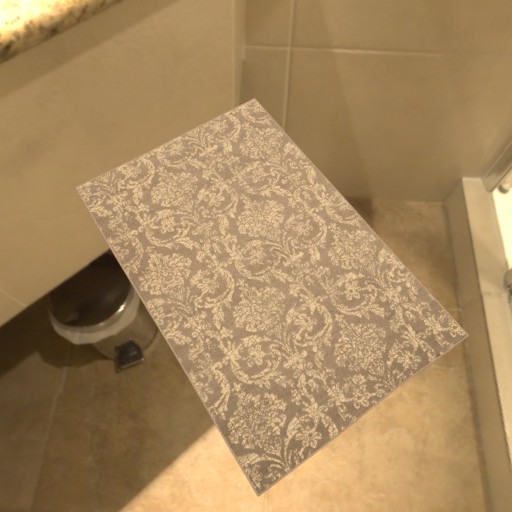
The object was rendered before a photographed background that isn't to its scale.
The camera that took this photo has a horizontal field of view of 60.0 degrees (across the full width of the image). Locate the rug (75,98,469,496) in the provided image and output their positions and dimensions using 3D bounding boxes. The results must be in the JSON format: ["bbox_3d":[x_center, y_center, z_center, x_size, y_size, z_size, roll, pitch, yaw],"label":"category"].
[{"bbox_3d":[0.000,0.000,3.437,1.819,0.018,2.746,-31,68,-14],"label":"rug"}]
